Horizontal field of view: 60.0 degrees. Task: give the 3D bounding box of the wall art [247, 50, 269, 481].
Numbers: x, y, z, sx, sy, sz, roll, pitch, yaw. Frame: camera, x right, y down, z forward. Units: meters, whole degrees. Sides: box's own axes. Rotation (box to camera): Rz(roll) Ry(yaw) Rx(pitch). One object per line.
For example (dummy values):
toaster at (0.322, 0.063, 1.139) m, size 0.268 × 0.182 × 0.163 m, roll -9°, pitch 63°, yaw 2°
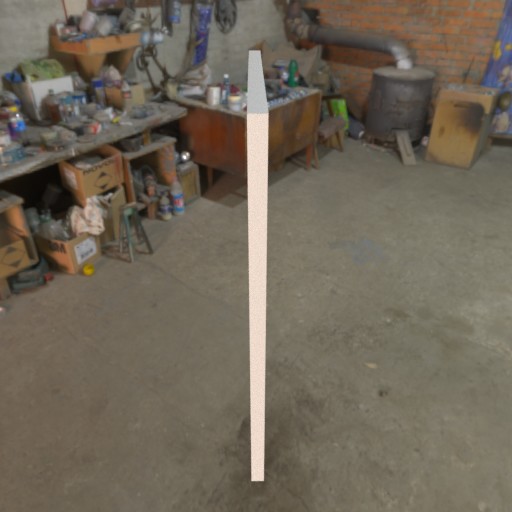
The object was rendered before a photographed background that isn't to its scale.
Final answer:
wall art at (0.000, 0.000, 1.352) m, size 0.039 × 1.050 × 0.795 m, roll 0°, pitch 32°, yaw 0°
